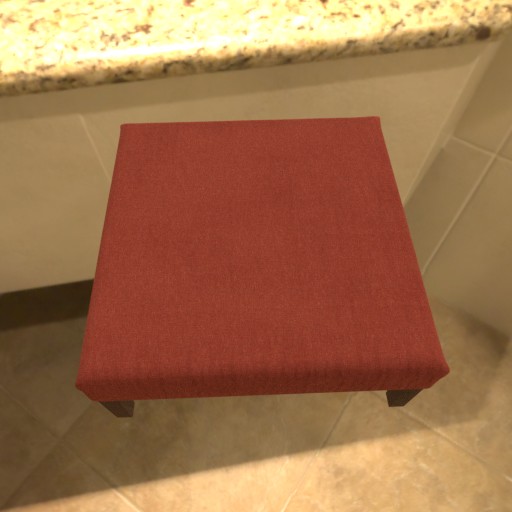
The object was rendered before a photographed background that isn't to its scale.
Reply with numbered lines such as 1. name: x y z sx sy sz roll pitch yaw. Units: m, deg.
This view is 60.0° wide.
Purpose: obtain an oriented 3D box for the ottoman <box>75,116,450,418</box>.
1. ottoman: 0.000 0.000 1.407 0.889 0.411 0.890 -2 58 -1
